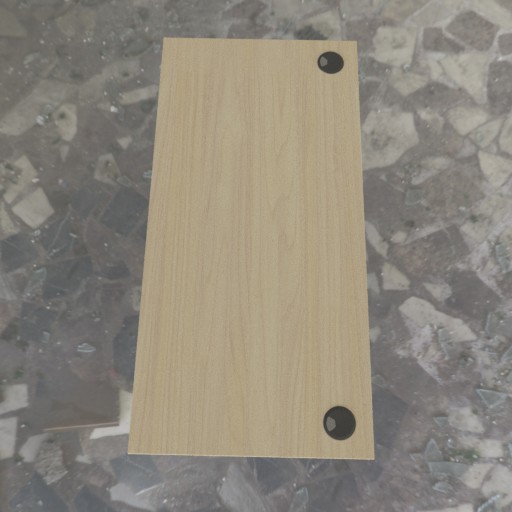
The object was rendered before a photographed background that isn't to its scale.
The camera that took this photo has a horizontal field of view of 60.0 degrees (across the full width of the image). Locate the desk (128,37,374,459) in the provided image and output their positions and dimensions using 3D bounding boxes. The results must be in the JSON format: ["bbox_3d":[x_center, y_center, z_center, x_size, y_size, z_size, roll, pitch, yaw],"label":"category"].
[{"bbox_3d":[0.000,0.000,1.587,0.600,0.750,1.200,1,75,0],"label":"desk"}]
